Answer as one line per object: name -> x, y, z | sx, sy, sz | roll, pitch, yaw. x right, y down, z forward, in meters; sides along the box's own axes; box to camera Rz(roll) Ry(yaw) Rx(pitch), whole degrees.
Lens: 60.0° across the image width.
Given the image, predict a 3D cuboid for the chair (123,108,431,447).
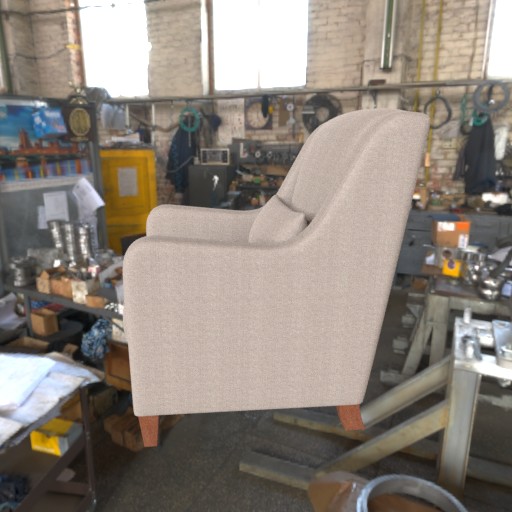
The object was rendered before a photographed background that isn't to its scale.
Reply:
chair -> 0.000, 0.000, 1.610 | 0.890, 1.017, 0.715 | -2, 15, -7
